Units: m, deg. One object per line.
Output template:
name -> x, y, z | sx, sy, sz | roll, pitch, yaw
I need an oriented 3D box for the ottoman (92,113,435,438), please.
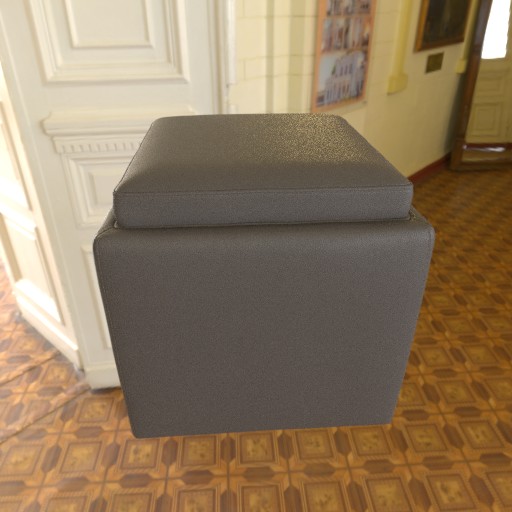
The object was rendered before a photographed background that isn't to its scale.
ottoman -> 0.000, 0.000, 0.816 | 0.451, 0.460, 0.450 | -2, 30, -3
